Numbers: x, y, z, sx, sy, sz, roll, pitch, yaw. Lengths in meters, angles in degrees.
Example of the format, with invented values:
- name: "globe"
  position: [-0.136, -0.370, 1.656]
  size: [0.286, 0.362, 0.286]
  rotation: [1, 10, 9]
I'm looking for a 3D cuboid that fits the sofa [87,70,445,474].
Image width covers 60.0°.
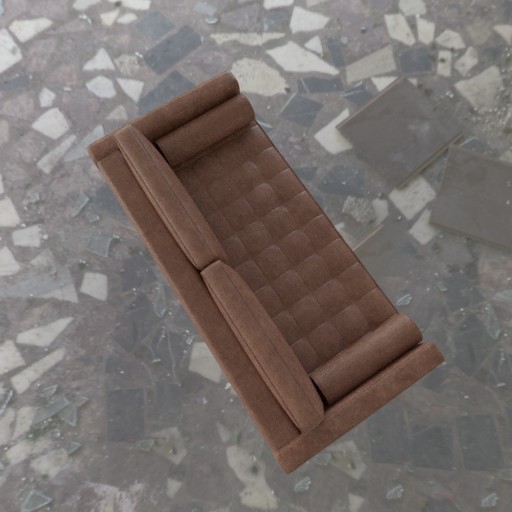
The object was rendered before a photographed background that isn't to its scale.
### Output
- name: "sofa"
  position: [0.000, 0.000, 2.323]
  size: [0.910, 0.760, 1.870]
  rotation: [-32, 77, -8]
